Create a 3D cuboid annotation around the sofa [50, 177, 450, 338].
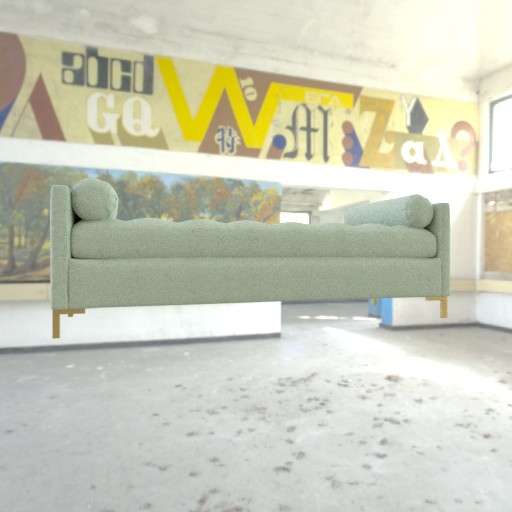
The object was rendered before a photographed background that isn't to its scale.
[{"bbox_3d":[0.000,0.000,2.555,2.102,0.705,0.796,0,0,-18],"label":"sofa"}]
